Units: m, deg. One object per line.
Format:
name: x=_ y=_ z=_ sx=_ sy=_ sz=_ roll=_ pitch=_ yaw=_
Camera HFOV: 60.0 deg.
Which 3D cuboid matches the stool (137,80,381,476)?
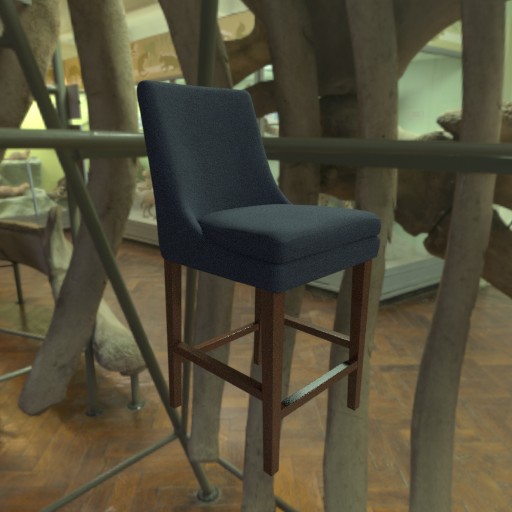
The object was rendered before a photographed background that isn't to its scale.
stool: x=0.000 y=0.000 z=1.310 sx=0.577 sy=0.981 sz=0.470 roll=14 pitch=20 yaw=42
